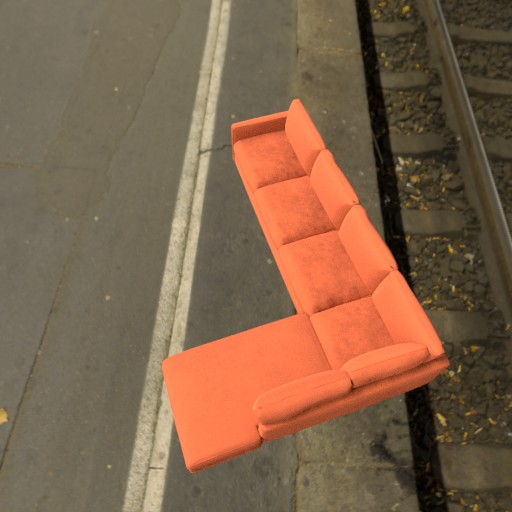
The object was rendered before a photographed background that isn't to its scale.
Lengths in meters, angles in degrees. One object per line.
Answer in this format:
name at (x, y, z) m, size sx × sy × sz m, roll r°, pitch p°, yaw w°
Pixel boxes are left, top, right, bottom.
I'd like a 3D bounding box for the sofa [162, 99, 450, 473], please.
sofa at (0.000, 0.000, 3.632) m, size 1.879 × 0.757 × 2.736 m, roll -16°, pitch 60°, yaw -10°
